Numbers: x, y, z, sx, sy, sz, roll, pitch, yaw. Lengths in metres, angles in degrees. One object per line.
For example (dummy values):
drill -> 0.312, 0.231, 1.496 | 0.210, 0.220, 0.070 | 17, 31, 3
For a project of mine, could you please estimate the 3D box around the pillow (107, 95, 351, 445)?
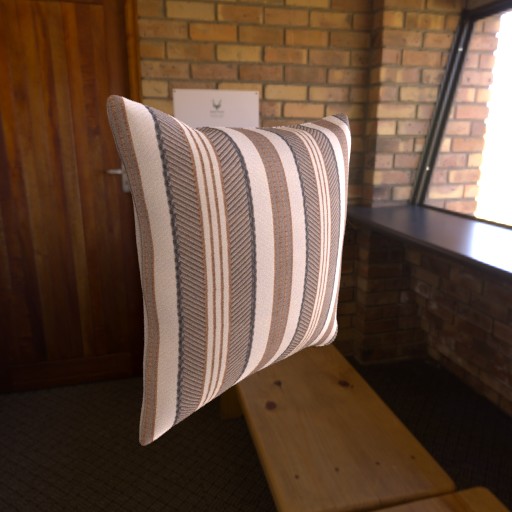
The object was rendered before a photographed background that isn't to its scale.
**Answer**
pillow -> 0.000, 0.000, 0.623 | 0.173, 0.401, 0.416 | 14, 20, 42
